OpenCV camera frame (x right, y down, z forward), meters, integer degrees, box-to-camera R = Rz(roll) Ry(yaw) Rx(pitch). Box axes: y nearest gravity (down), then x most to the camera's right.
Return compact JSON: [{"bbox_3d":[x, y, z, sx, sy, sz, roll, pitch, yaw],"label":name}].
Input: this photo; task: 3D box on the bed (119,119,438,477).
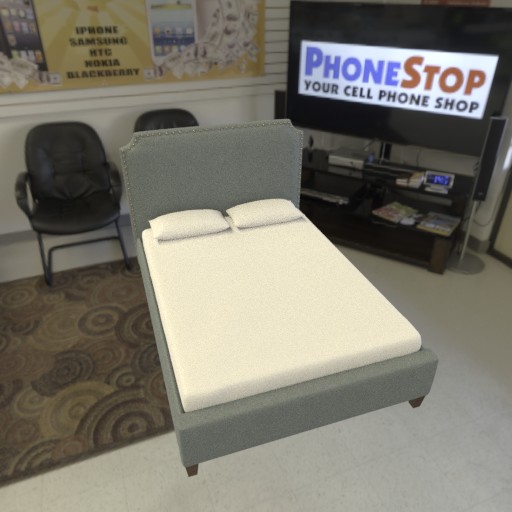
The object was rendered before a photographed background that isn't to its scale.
[{"bbox_3d":[0.000,0.000,3.416,1.712,1.443,2.372,-10,33,-16],"label":"bed"}]
